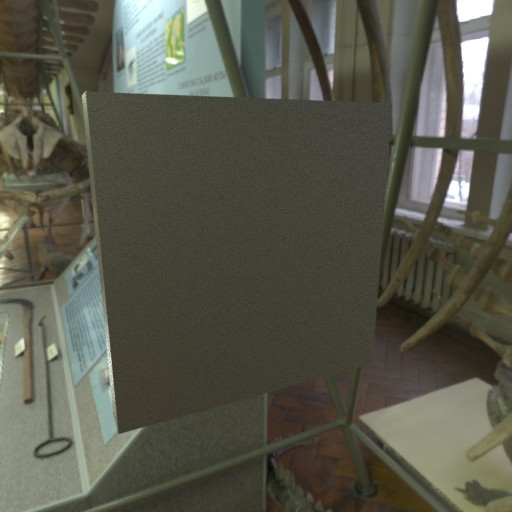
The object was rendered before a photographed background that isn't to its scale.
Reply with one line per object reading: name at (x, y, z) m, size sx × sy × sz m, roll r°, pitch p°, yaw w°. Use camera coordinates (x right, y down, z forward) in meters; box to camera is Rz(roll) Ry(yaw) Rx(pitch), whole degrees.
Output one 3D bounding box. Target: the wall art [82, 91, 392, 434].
wall art at (0.000, 0.000, 0.524) m, size 0.350 × 0.350 × 0.038 m, roll -7°, pitch 17°, yaw -25°
